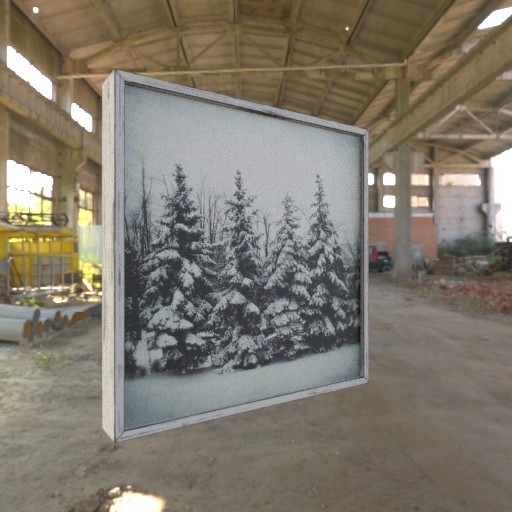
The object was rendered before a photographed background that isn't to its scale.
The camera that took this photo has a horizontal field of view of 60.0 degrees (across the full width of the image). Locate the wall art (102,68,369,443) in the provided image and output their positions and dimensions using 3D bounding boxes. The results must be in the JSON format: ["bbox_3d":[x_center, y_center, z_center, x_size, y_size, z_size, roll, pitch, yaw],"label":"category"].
[{"bbox_3d":[0.000,0.000,0.460,0.303,0.303,0.036,0,0,-35],"label":"wall art"}]
